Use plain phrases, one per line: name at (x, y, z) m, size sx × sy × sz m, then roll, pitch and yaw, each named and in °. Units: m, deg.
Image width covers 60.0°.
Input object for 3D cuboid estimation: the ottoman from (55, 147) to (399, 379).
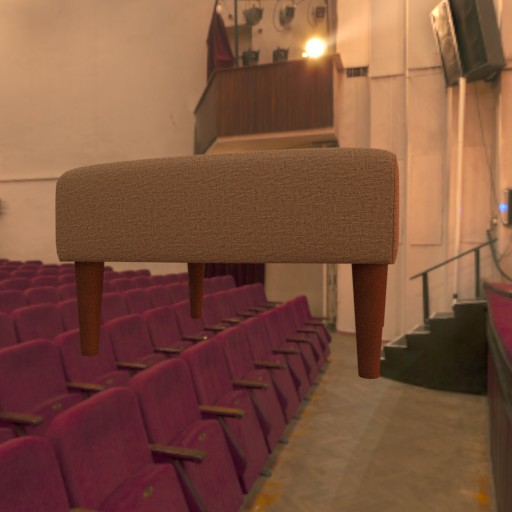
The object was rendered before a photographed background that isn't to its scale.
ottoman at (0.000, 0.000, 1.068) m, size 0.650 × 0.398 × 0.649 m, roll 0°, pitch 1°, yaw 17°
